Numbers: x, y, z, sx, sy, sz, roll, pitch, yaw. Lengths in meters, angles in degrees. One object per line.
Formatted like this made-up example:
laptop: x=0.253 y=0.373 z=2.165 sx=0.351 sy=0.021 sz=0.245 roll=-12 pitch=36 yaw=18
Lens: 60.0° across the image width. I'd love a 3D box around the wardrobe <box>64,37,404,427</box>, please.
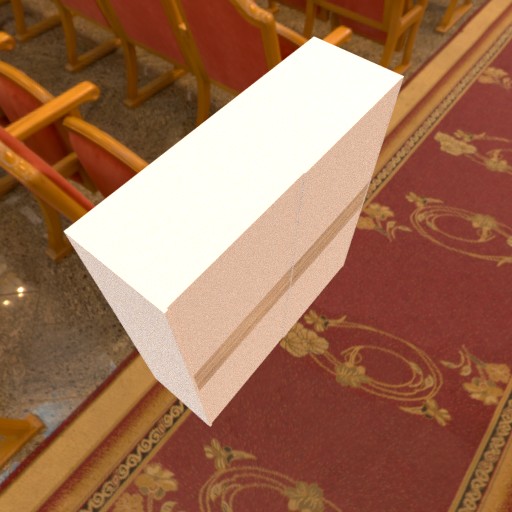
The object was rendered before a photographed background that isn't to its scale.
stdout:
wardrobe: x=0.000 y=0.000 z=2.998 sx=0.600 sy=2.020 sz=1.830 roll=34 pitch=64 yaw=20
